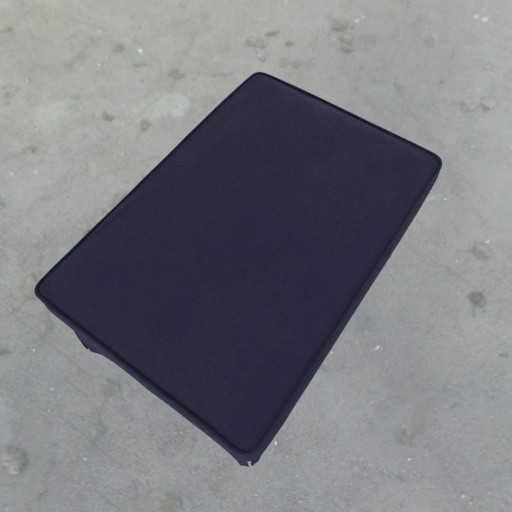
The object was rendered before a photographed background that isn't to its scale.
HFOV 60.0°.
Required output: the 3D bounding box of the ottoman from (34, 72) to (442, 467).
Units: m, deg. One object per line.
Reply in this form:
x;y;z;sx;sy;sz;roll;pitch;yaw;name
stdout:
0.000;0.000;1.269;0.637;0.503;0.938;32;66;16;ottoman
